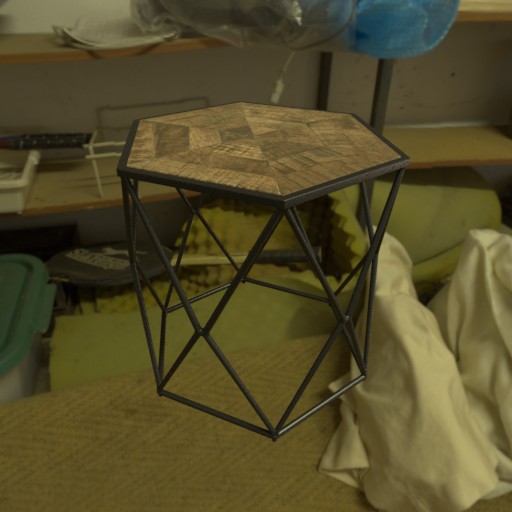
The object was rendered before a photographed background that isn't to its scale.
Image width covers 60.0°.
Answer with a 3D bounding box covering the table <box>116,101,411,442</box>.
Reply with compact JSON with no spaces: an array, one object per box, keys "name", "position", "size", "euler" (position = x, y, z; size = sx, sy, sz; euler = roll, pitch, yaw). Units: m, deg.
[{"name":"table","position":[0.000,0.000,1.032],"size":[0.578,0.564,0.579],"euler":[-22,38,-30]}]
